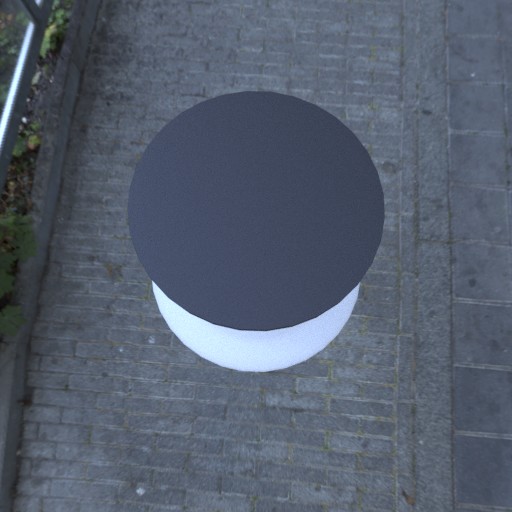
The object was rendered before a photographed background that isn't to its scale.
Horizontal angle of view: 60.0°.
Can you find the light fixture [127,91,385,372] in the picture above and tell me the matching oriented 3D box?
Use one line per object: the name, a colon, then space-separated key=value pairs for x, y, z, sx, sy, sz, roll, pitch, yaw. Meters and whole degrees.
light fixture: x=0.000 y=0.000 z=0.385 sx=0.197 sy=0.254 sz=0.197 roll=0 pitch=75 yaw=0
